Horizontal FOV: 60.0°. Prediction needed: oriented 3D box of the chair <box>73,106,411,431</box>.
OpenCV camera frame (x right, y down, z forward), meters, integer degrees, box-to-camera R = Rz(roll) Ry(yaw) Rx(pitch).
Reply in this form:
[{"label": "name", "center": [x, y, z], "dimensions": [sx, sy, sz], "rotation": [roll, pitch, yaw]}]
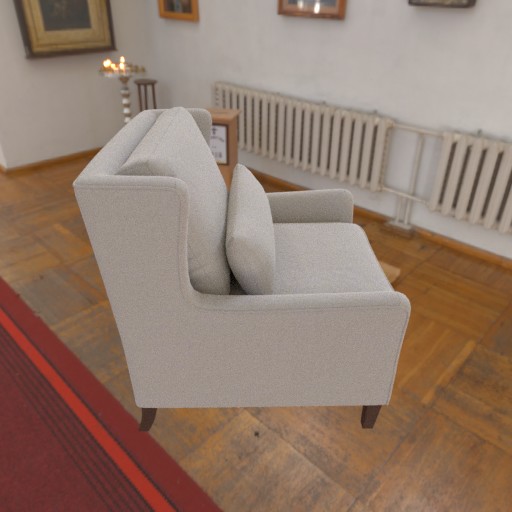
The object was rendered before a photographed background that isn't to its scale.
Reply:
[{"label": "chair", "center": [0.000, 0.000, 1.839], "dimensions": [1.040, 1.056, 0.982], "rotation": [0, 30, -1]}]
